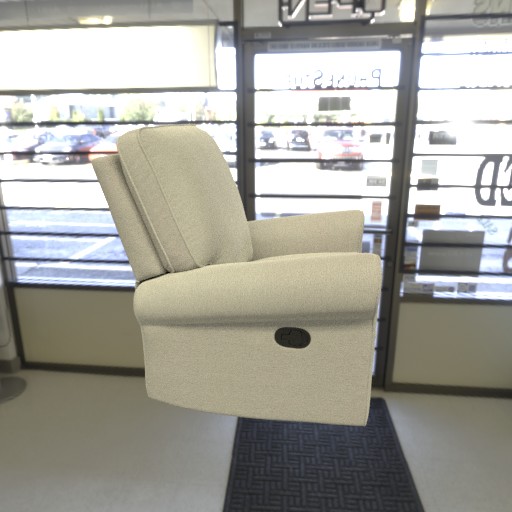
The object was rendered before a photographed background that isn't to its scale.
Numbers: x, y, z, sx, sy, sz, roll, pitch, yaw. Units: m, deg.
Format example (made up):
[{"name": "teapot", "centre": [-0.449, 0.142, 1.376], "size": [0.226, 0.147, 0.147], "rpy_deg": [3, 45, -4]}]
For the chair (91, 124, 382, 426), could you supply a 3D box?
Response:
[{"name": "chair", "centre": [0.000, 0.000, 1.682], "size": [0.878, 0.960, 0.890], "rpy_deg": [3, 17, 9]}]
